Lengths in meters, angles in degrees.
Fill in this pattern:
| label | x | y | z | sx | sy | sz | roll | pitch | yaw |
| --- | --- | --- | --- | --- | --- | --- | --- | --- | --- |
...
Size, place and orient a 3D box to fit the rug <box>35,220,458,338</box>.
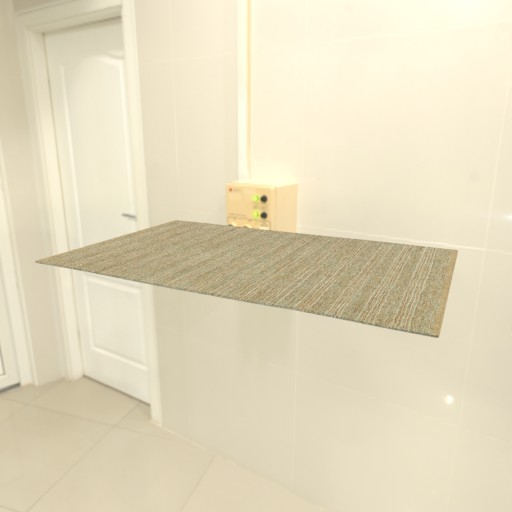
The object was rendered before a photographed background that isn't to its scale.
| label | x | y | z | sx | sy | sz | roll | pitch | yaw |
| --- | --- | --- | --- | --- | --- | --- | --- | --- | --- |
| rug | 0.000 | 0.000 | 3.014 | 2.448 | 0.012 | 1.540 | 8 | 18 | 25 |
